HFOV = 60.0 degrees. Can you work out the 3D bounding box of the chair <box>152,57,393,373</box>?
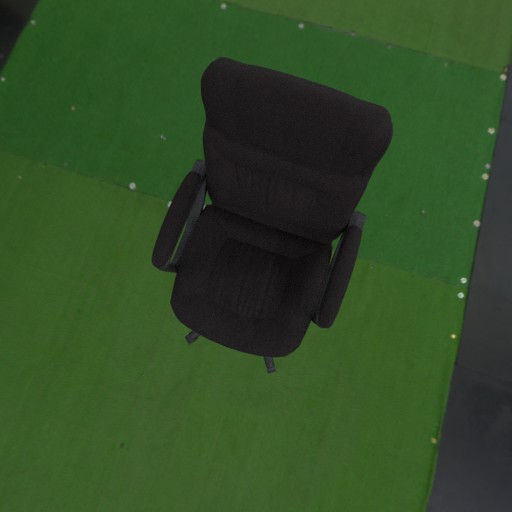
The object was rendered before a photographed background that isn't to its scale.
[{"bbox_3d":[0.000,0.000,1.546,0.667,1.105,0.724,19,76,5],"label":"chair"}]
